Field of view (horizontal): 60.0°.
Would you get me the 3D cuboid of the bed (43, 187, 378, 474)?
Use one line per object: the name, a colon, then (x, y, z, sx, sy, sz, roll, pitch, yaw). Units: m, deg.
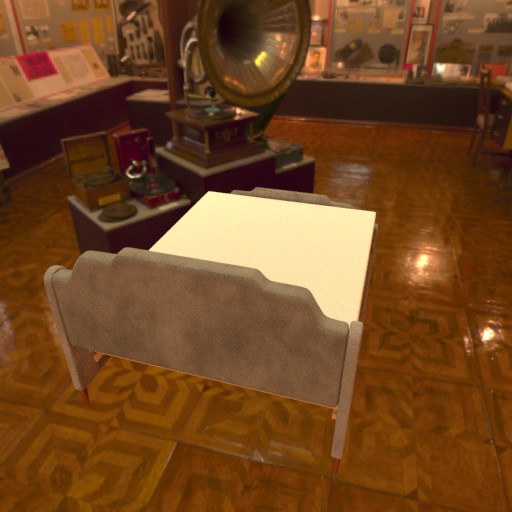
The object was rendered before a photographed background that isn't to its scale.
bed: (0.000, 0.000, 3.300, 1.676, 1.245, 2.340, 9, 32, 15)
